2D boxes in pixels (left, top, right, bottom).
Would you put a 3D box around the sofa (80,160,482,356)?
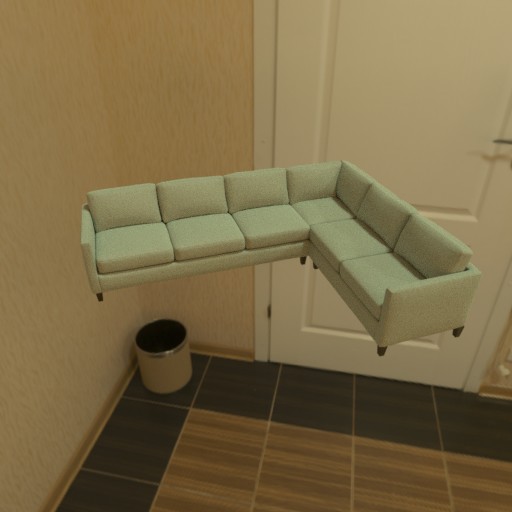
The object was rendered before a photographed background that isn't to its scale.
[{"bbox_3d":[0.000,0.000,4.482,3.333,0.934,2.522,-10,34,-15],"label":"sofa"}]
